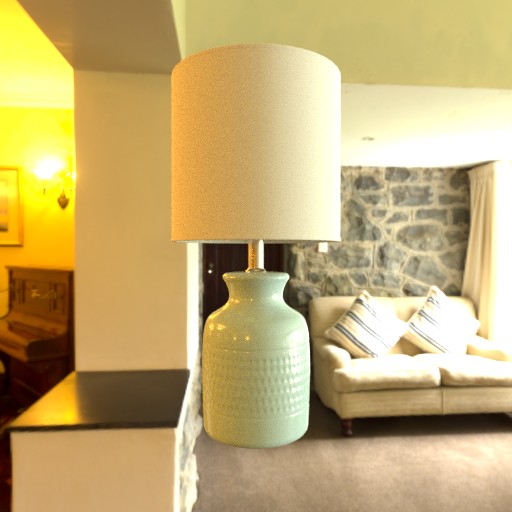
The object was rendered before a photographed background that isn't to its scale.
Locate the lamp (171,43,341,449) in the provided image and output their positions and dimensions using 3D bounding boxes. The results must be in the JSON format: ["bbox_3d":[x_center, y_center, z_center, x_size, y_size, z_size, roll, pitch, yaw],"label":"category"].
[{"bbox_3d":[0.000,0.000,1.115,0.418,0.871,0.418,0,1,35],"label":"lamp"}]
